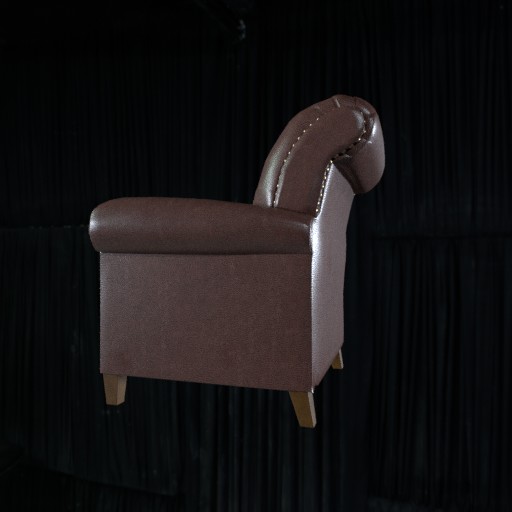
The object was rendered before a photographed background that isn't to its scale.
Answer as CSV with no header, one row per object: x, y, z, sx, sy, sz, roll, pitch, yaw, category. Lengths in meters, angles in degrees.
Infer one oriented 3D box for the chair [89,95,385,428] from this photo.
0.000,0.000,1.607,0.890,0.927,0.854,0,0,18,chair
